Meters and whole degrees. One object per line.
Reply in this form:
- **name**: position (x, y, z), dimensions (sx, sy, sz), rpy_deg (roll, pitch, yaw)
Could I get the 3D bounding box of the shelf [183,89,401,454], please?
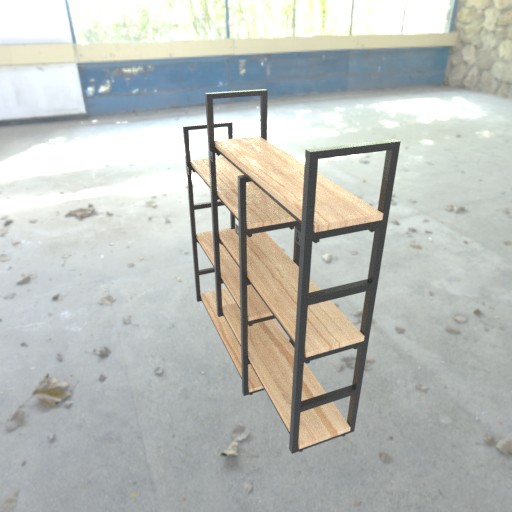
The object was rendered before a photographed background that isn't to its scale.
- **shelf**: position (0.000, 0.000, 1.368), dimensions (0.183, 0.921, 0.946), rpy_deg (-11, 31, -19)
